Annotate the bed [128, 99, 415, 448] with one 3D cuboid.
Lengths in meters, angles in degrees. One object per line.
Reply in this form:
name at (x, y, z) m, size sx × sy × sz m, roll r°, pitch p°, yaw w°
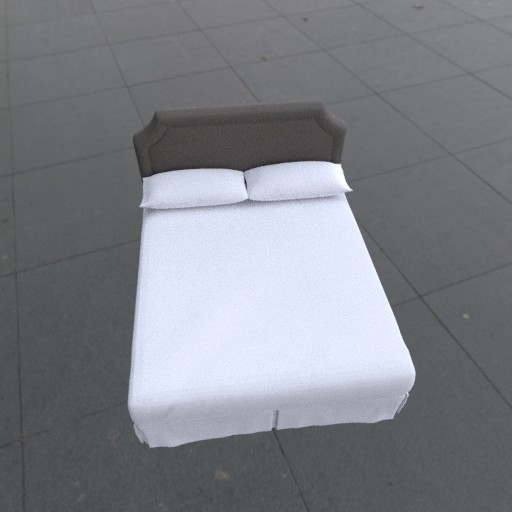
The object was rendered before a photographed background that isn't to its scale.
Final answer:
bed at (0.000, 0.000, 3.883) m, size 2.194 × 1.561 × 2.536 m, roll -5°, pitch 47°, yaw -5°
